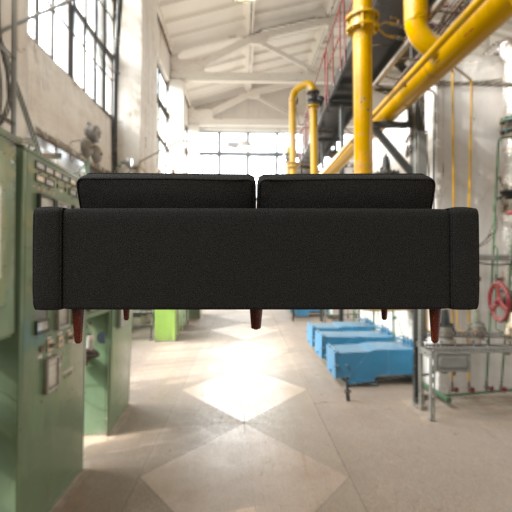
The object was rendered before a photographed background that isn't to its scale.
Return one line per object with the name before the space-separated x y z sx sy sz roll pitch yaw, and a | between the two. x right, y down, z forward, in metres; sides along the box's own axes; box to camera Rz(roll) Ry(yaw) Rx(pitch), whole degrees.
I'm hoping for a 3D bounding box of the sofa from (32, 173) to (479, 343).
sofa | 0.000 0.000 2.294 1.875 0.759 0.914 0 -1 -1
